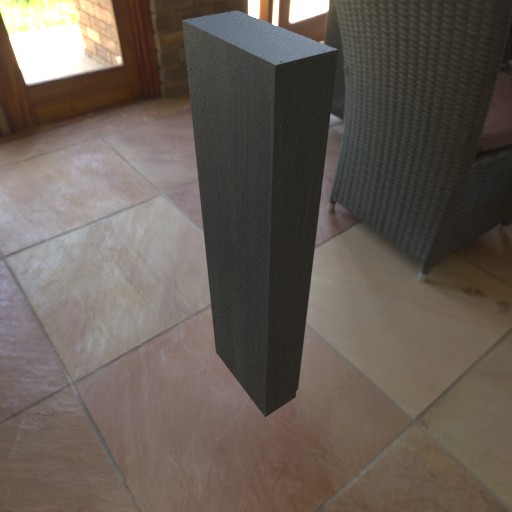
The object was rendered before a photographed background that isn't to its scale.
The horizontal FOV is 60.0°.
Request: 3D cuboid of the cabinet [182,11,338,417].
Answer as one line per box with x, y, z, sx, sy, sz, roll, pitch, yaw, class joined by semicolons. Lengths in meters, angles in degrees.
0.000;0.000;1.920;0.230;1.790;0.500;-25;48;-25;cabinet
